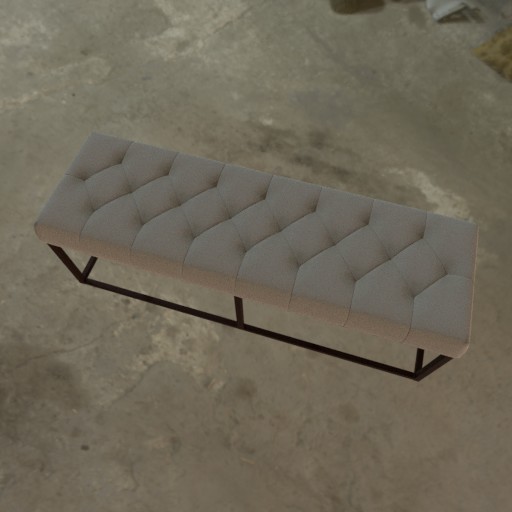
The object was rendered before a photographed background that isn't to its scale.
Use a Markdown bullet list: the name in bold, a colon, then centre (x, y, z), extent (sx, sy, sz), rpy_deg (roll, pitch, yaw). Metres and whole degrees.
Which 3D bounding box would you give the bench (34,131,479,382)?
- **bench**: centre (0.000, 0.000, 1.710), extent (1.488, 0.488, 0.479), rpy_deg (15, 63, 8)
